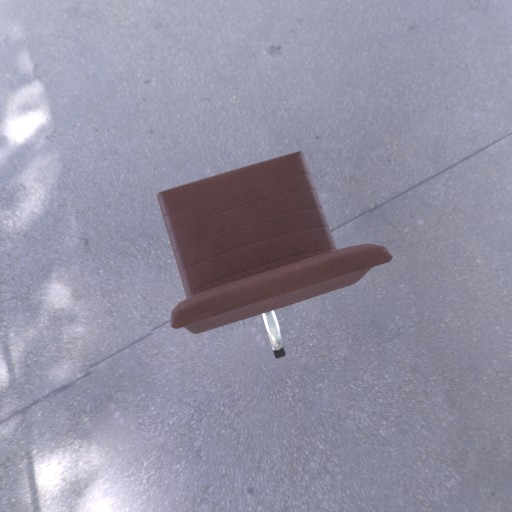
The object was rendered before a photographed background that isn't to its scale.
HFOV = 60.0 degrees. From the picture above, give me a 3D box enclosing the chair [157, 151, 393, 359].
[{"bbox_3d":[0.000,0.000,1.138,0.556,0.780,0.530,-17,77,-4],"label":"chair"}]
